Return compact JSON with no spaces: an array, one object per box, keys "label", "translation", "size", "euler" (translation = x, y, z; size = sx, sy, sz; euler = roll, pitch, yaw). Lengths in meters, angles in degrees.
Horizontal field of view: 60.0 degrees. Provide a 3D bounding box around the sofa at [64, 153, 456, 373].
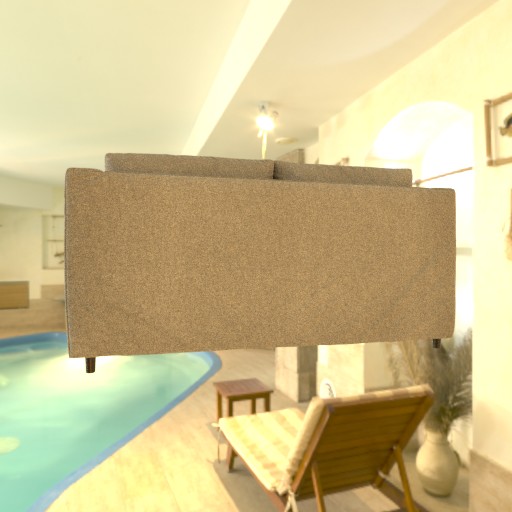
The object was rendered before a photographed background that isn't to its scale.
[{"label":"sofa","translation":[0.000,0.000,2.633],"size":[2.010,1.018,1.072],"euler":[0,0,-17]}]
